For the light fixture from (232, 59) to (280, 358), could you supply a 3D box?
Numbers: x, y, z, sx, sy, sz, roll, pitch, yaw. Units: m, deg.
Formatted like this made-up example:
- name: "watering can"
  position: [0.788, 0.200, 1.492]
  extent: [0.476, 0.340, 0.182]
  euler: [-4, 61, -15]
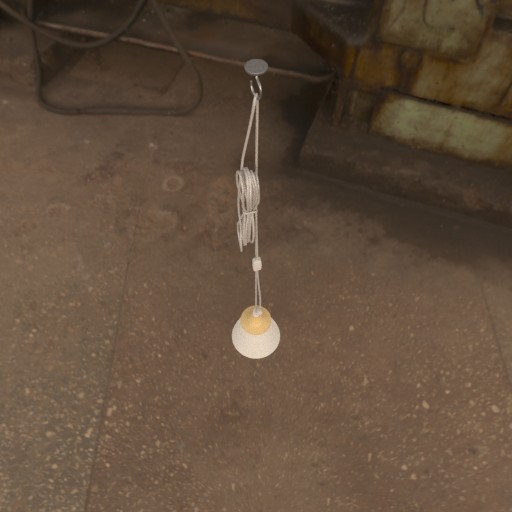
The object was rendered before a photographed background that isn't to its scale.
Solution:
- name: "light fixture"
  position: [0.000, 0.000, 1.002]
  extent: [0.153, 0.966, 0.153]
  euler: [2, 58, 1]
